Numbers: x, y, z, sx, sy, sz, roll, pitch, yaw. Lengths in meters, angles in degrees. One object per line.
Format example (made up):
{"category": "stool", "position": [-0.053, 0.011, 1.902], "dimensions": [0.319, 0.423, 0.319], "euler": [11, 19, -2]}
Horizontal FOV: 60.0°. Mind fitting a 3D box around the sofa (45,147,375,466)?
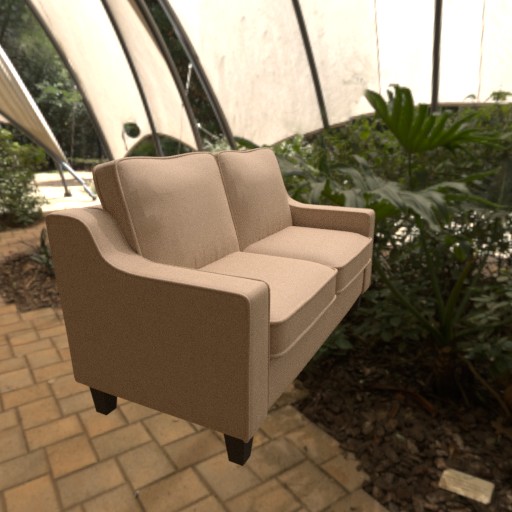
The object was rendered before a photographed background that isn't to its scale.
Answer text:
{"category": "sofa", "position": [0.000, 0.000, 3.409], "dimensions": [1.351, 1.562, 2.587], "euler": [8, 17, 26]}
